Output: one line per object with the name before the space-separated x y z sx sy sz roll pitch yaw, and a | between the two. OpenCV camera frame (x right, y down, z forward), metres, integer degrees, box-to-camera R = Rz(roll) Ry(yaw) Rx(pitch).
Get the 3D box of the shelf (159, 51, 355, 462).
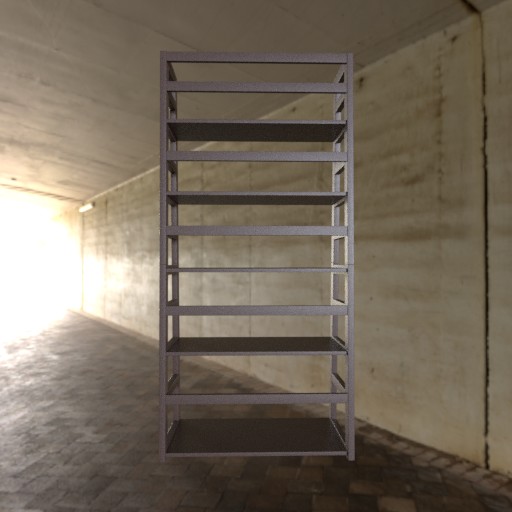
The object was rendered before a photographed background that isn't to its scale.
shelf | 0.000 0.000 1.931 0.763 1.600 0.403 0 -1 -1
